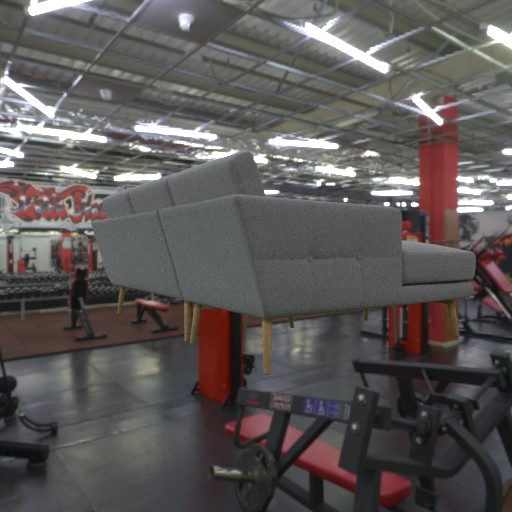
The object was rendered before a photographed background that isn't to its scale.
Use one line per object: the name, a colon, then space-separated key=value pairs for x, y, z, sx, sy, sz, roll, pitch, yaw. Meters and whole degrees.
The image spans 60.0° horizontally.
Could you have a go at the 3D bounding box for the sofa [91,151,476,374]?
sofa: x=0.000 y=0.000 z=2.794 sx=1.530 sy=0.860 sz=2.040 roll=-1 pitch=1 yaw=-34
